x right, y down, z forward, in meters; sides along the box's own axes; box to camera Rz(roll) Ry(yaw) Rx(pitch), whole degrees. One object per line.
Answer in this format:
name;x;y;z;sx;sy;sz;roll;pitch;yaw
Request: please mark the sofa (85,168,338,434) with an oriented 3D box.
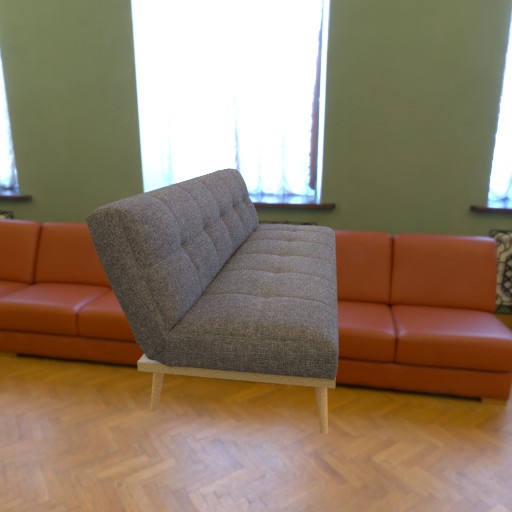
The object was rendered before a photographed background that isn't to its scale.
sofa;0.000;0.000;2.268;0.820;0.770;1.820;2;15;9
